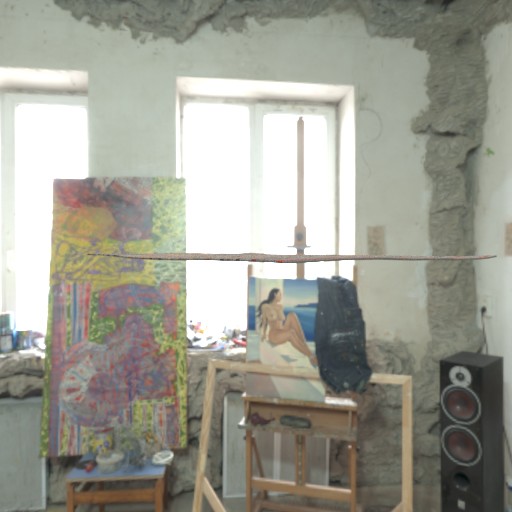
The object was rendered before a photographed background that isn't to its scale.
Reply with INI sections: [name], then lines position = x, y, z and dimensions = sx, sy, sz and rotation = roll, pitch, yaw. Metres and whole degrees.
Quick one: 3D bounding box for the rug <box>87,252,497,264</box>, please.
[rug]
position = 0.000, 0.000, 2.987
dimensions = 1.537, 0.029, 2.439
rotation = -1, 1, -36
